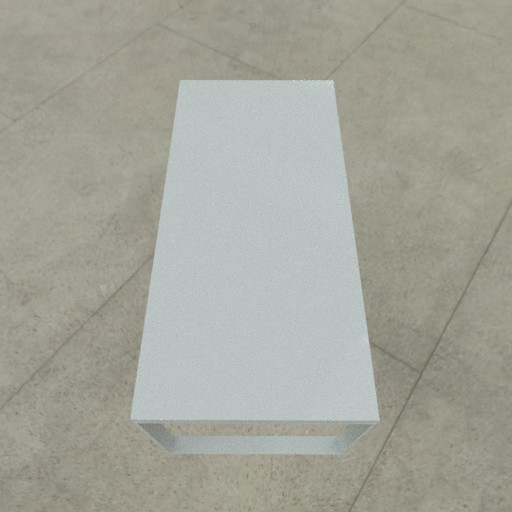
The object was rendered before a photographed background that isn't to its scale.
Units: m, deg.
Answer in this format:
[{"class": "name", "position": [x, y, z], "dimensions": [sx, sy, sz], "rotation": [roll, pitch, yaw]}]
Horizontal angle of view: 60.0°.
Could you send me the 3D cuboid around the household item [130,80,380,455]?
[{"class": "household item", "position": [0.000, 0.000, 2.184], "dimensions": [0.800, 0.745, 1.700], "rotation": [0, 58, 0]}]
